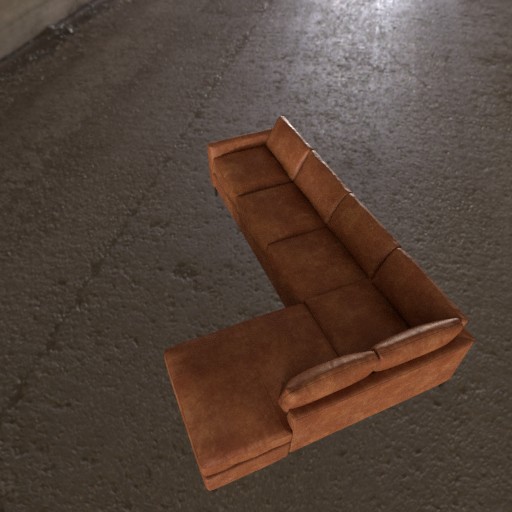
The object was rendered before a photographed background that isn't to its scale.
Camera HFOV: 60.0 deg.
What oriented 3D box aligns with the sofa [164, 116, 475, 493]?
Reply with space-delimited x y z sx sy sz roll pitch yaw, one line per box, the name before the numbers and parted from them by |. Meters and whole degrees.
sofa | 0.000 0.000 3.734 1.938 0.877 2.984 -17 49 -16
